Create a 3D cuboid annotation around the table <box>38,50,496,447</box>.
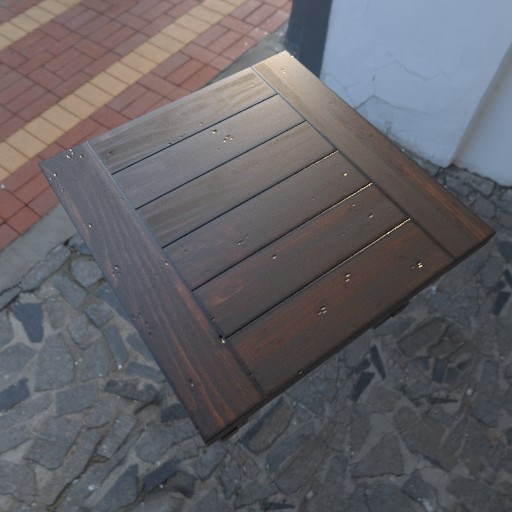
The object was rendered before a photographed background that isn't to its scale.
[{"bbox_3d":[0.000,0.000,0.993,0.593,0.437,0.606,-31,65,-17],"label":"table"}]
